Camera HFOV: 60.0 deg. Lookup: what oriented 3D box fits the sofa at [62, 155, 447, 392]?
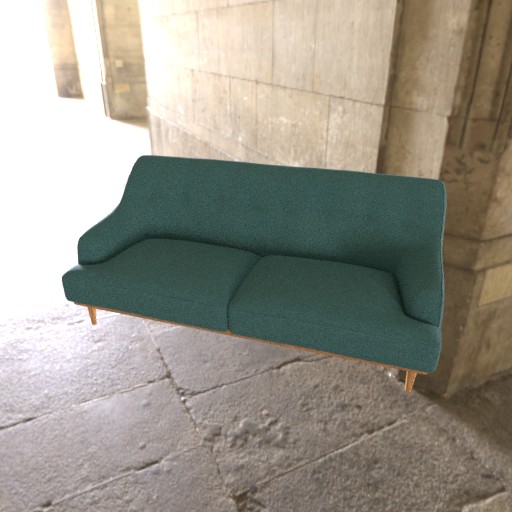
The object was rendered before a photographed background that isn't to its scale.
[{"bbox_3d":[0.000,0.000,2.609,2.057,0.871,0.978,8,28,16],"label":"sofa"}]
